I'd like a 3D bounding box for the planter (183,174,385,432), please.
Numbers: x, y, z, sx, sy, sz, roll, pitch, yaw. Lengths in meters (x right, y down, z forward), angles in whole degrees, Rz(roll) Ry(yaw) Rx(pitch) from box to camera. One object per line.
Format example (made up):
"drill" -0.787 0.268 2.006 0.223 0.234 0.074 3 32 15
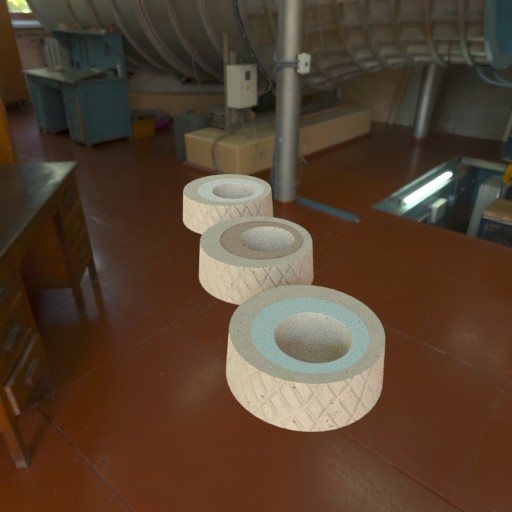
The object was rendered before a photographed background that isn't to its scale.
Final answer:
"planter" 0.000 0.000 0.433 0.114 0.038 0.390 -7 30 -13
